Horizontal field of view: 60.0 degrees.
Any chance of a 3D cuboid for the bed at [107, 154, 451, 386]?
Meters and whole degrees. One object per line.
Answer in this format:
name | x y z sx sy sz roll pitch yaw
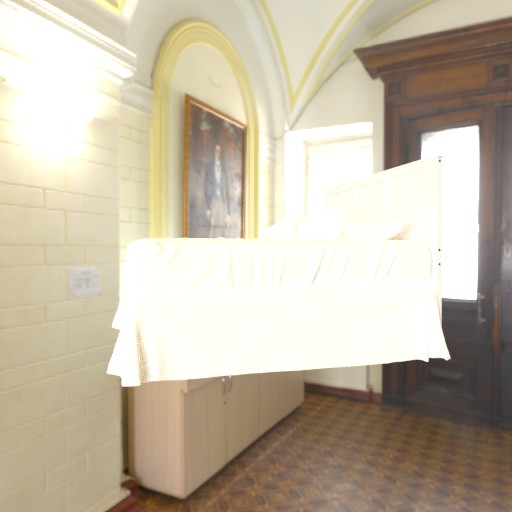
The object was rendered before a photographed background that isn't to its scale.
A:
bed | 0.000 0.000 3.256 2.047 1.269 1.876 0 1 -17
